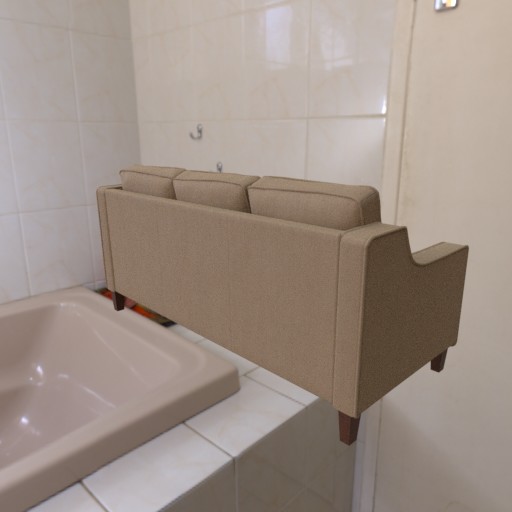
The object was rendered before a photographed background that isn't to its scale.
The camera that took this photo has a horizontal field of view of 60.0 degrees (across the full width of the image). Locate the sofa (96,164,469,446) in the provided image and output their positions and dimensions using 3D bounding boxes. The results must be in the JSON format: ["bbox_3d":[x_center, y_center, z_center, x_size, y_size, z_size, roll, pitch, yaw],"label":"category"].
[{"bbox_3d":[0.000,0.000,2.511,0.911,0.974,1.986,-14,21,-42],"label":"sofa"}]
